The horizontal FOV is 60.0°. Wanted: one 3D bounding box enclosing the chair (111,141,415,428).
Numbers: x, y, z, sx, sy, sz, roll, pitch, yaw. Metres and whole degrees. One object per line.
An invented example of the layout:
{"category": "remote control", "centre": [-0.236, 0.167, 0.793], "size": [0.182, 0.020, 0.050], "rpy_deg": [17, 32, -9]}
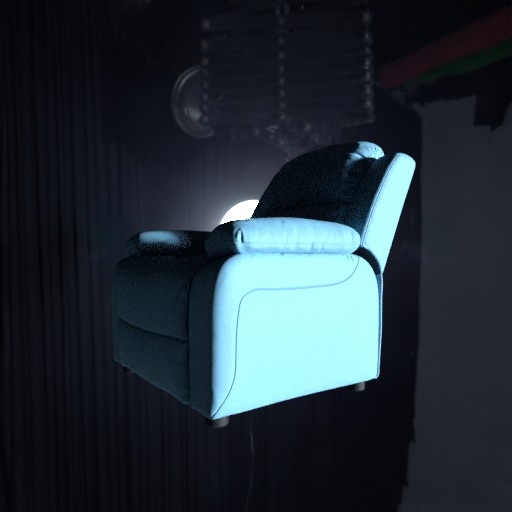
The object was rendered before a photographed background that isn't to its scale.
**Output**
{"category": "chair", "centre": [0.000, 0.000, 1.289], "size": [0.709, 0.702, 0.680], "rpy_deg": [0, 0, -35]}
